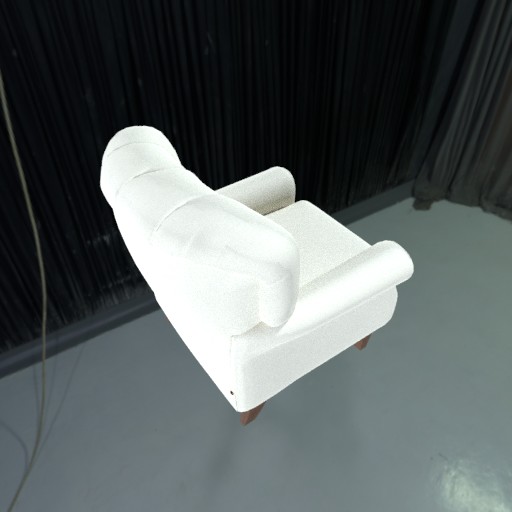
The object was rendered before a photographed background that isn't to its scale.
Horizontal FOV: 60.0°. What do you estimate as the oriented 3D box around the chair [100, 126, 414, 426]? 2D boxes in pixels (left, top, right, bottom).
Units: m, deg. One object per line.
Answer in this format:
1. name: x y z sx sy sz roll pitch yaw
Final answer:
1. chair: 0.000 0.000 2.037 1.132 1.169 1.035 -25 47 -26
